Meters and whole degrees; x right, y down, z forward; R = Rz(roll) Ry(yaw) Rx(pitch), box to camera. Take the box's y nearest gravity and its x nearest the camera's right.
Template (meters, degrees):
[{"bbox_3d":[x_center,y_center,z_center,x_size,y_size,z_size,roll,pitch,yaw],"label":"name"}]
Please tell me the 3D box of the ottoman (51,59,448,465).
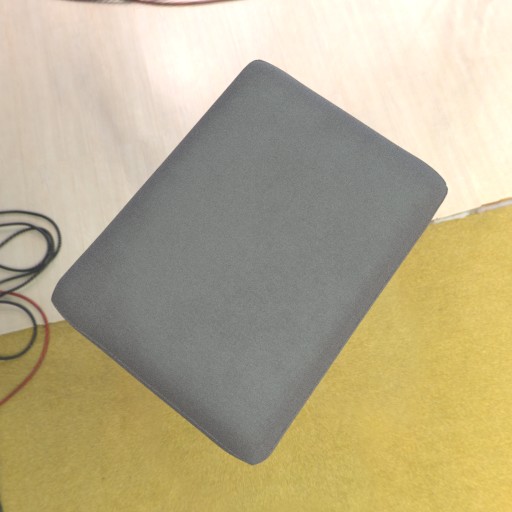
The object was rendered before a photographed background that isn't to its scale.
[{"bbox_3d":[0.000,0.000,1.166,0.608,0.449,0.811,36,79,8],"label":"ottoman"}]
